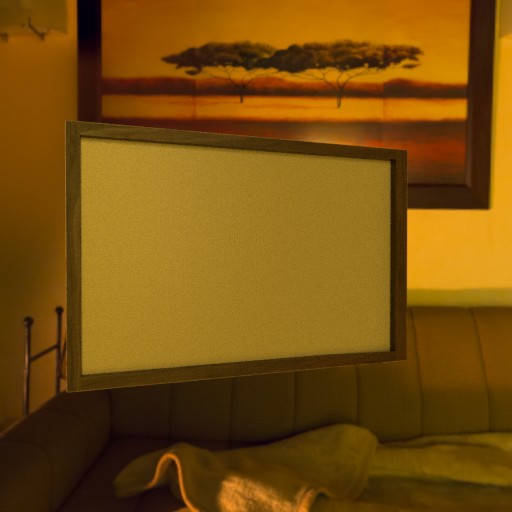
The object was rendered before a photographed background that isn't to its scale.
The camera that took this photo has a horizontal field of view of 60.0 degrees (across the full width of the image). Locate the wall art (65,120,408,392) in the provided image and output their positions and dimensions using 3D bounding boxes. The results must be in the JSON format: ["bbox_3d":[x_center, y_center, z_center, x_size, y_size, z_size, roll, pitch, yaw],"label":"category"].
[{"bbox_3d":[0.000,0.000,1.444,1.138,0.761,0.051,0,1,-19],"label":"wall art"}]
